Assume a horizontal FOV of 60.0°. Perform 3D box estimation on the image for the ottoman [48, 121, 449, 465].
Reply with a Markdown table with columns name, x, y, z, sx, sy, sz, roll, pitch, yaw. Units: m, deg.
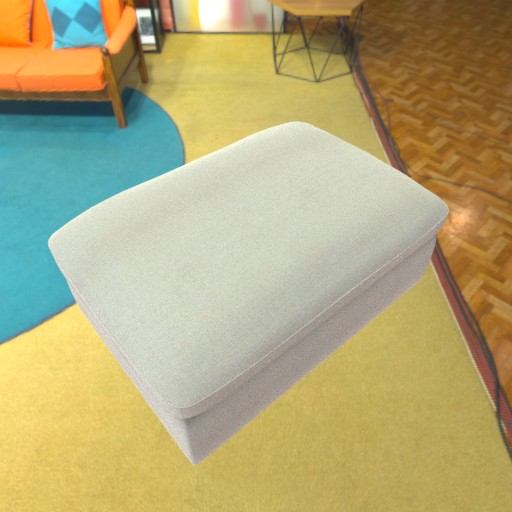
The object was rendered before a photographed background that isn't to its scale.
| name | x | y | z | sx | sy | sz | roll | pitch | yaw |
| --- | --- | --- | --- | --- | --- | --- | --- | --- | --- |
| ottoman | 0.000 | 0.000 | 1.351 | 0.984 | 0.453 | 0.686 | -32 | 54 | -27 |
